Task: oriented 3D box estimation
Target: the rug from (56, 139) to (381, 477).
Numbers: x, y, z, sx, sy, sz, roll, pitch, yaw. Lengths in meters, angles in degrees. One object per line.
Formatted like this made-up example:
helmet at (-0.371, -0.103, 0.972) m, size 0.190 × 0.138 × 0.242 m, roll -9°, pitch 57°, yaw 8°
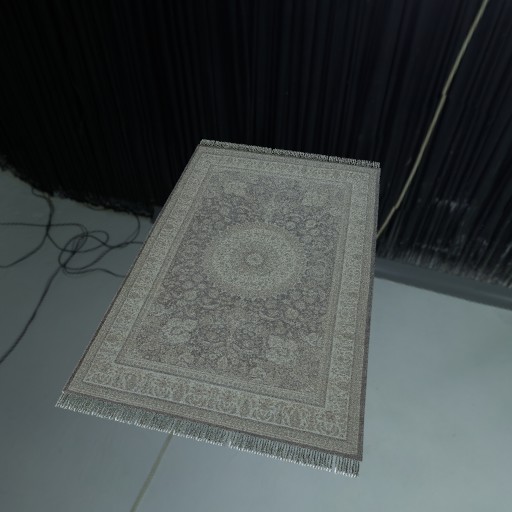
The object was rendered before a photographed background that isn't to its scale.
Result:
rug at (0.000, 0.000, 2.910) m, size 1.528 × 0.010 × 2.440 m, roll 10°, pitch 48°, yaw 9°
